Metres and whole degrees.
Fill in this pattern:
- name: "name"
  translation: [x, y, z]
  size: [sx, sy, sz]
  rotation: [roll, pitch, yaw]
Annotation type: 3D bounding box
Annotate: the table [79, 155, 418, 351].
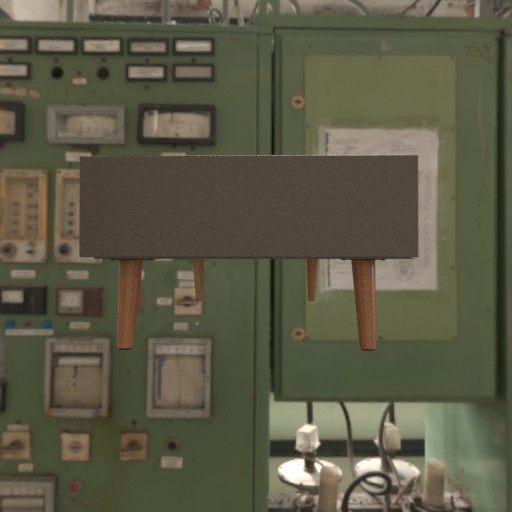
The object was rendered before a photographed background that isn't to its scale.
- name: "table"
  translation: [0.000, 0.000, 1.500]
  size: [0.703, 0.404, 1.201]
  rotation: [0, 0, 1]
